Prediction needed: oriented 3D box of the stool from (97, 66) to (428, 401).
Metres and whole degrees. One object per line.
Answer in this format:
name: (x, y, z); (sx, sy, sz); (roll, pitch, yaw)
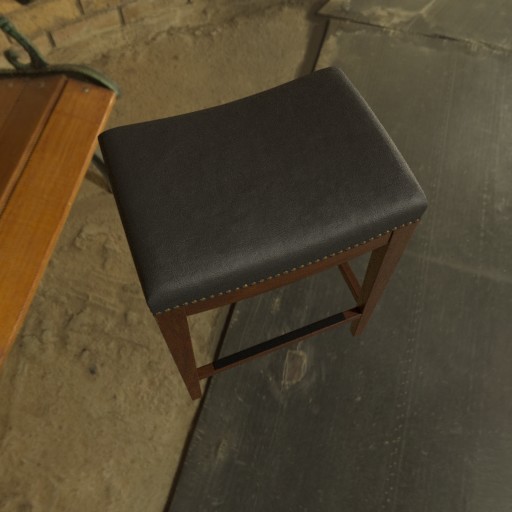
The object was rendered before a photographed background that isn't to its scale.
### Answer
stool: (0.000, 0.000, 0.962); (0.490, 0.664, 0.353); (-19, 65, -9)
